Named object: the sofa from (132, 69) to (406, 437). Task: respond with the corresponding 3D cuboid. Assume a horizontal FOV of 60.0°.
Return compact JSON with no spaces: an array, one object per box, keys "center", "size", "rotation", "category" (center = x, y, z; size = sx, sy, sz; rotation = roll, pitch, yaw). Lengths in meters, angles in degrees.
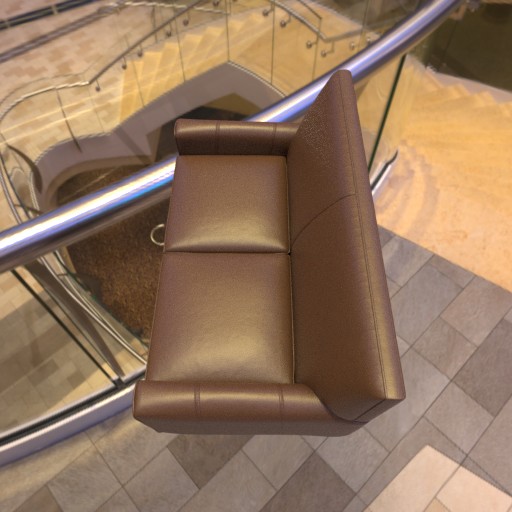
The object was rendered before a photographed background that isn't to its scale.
[{"center":[0.000,0.000,1.974],"size":[0.853,0.859,1.468],"rotation":[0,58,0],"category":"sofa"}]
